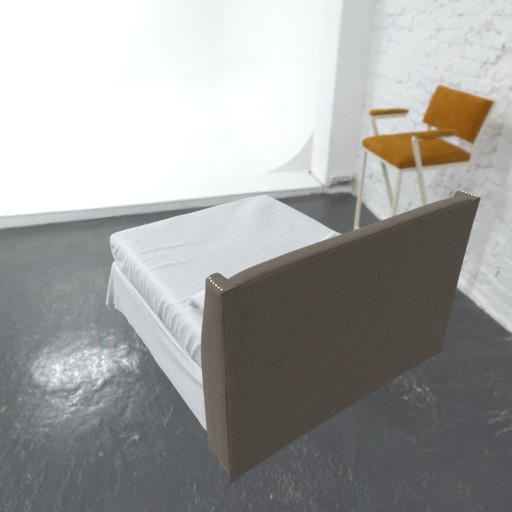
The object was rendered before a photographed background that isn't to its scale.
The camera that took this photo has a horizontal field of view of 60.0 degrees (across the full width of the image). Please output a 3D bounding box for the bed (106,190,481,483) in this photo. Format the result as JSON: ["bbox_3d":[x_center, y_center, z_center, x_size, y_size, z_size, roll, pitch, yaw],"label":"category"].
[{"bbox_3d":[0.000,0.000,3.433,1.925,1.332,2.276,-18,34,-30],"label":"bed"}]
